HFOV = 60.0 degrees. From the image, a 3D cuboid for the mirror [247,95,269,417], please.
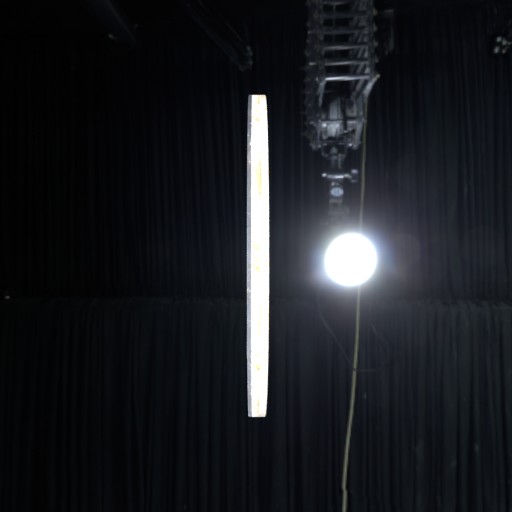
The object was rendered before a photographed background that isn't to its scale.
[{"bbox_3d":[0.000,0.000,1.042,0.038,0.710,0.710,0,-2,0],"label":"mirror"}]
